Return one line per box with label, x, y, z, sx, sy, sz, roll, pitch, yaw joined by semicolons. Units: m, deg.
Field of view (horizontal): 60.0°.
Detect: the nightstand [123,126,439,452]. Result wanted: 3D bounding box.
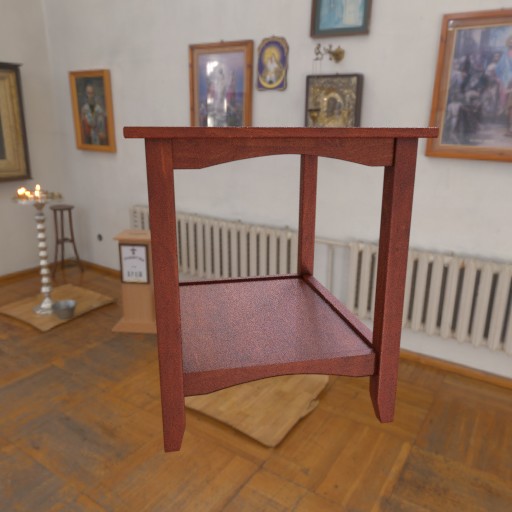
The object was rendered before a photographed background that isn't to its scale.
nightstand;0.000;0.000;1.014;0.501;0.558;0.558;-3;16;-11
